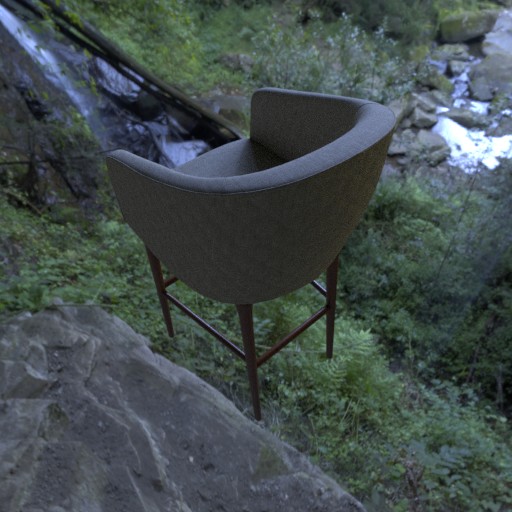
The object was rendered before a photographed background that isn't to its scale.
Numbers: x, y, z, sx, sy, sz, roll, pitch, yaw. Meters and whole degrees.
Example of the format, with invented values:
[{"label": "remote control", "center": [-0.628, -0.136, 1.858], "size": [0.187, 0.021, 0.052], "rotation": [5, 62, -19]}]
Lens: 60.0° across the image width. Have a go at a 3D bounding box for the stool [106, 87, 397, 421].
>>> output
[{"label": "stool", "center": [0.000, 0.000, 1.380], "size": [0.559, 1.078, 0.607], "rotation": [-33, 56, -26]}]
